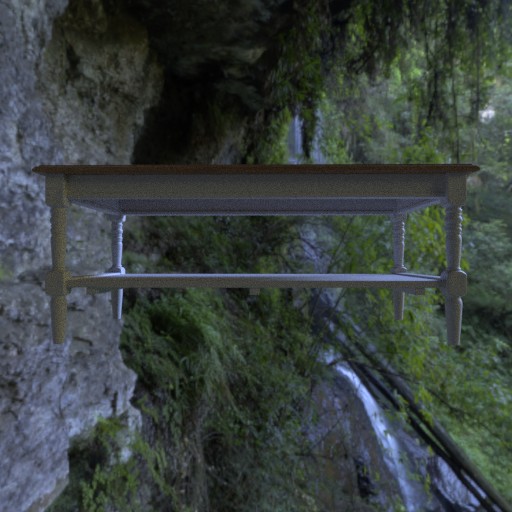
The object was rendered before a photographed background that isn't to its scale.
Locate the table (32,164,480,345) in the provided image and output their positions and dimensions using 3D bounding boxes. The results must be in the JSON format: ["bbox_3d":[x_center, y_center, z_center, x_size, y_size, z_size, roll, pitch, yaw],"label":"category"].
[{"bbox_3d":[0.000,0.000,1.382,1.118,0.458,0.559,0,0,1],"label":"table"}]
